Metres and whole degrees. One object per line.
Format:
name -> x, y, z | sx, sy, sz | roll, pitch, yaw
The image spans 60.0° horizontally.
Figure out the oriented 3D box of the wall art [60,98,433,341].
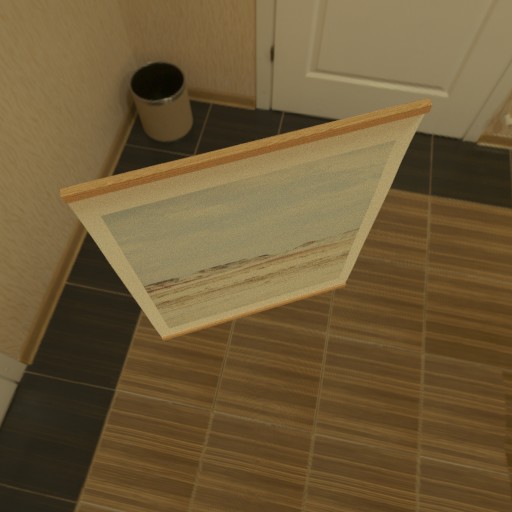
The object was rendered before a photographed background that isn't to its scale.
wall art -> 0.000, 0.000, 0.797 | 0.458, 0.605, 0.011 | -16, 65, -7
